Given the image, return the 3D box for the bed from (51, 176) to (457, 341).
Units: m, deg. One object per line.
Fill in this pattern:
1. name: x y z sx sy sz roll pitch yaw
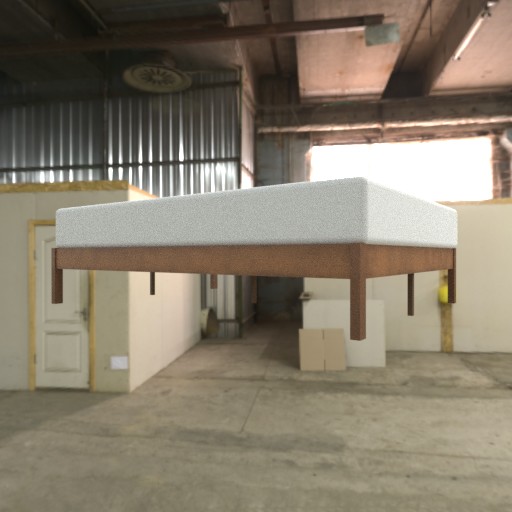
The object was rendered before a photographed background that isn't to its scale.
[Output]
1. bed: 0.000 0.000 2.782 2.050 0.593 1.529 0 0 36
